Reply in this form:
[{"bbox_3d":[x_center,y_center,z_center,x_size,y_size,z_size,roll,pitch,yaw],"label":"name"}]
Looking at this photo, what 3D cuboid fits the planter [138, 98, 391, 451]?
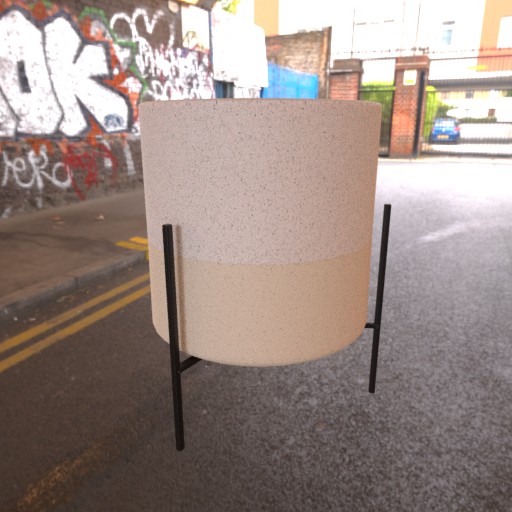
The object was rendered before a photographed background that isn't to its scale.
[{"bbox_3d":[0.000,0.000,0.650,0.313,0.423,0.335,-8,18,-24],"label":"planter"}]
